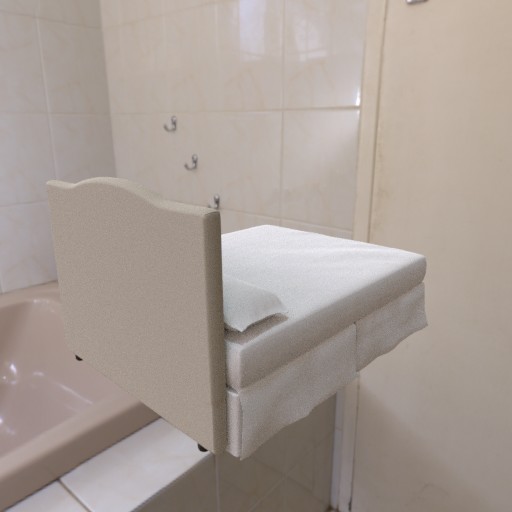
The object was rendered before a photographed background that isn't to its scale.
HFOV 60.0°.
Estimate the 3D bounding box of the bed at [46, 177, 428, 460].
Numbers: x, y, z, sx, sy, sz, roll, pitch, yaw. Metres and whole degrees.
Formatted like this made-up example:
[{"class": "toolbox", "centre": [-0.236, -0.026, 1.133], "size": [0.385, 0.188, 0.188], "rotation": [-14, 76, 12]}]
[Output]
[{"class": "bed", "centre": [0.000, 0.000, 3.557], "size": [1.977, 1.437, 2.477], "rotation": [15, 22, 41]}]
